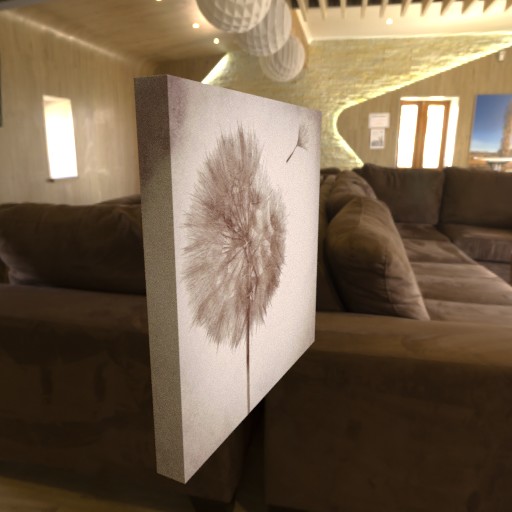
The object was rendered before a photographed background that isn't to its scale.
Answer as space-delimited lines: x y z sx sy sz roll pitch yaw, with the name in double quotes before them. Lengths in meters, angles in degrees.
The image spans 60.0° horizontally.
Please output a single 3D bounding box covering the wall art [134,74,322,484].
"wall art" 0.000 0.000 0.453 0.028 0.303 0.303 7 15 26
